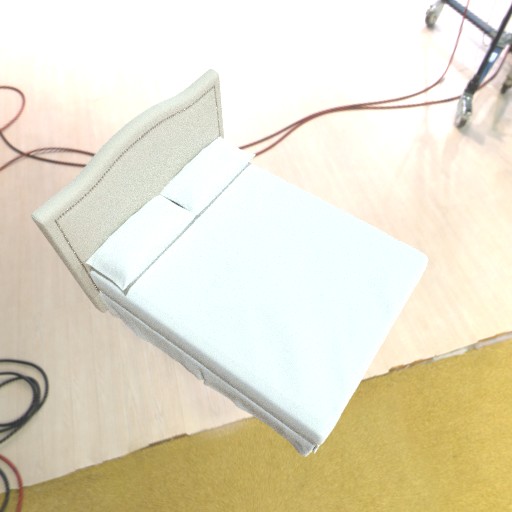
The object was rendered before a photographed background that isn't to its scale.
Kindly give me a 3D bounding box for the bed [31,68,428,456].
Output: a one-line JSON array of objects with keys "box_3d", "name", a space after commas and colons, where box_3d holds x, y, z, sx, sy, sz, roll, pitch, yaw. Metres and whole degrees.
[{"box_3d": [0.000, 0.000, 3.250, 2.143, 1.460, 1.753, 31, 63, 18], "name": "bed"}]
